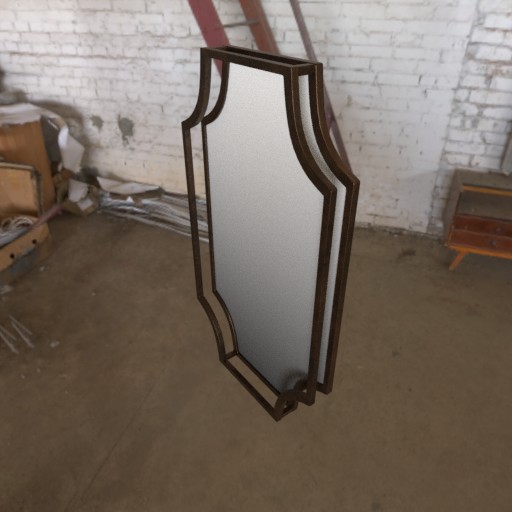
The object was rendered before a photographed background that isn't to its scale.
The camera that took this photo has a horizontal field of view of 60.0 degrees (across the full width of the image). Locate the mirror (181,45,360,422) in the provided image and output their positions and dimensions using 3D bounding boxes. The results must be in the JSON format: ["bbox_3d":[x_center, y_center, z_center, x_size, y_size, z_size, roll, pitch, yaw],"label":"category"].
[{"bbox_3d":[0.000,0.000,0.970,0.066,0.811,0.462,-22,39,-31],"label":"mirror"}]
